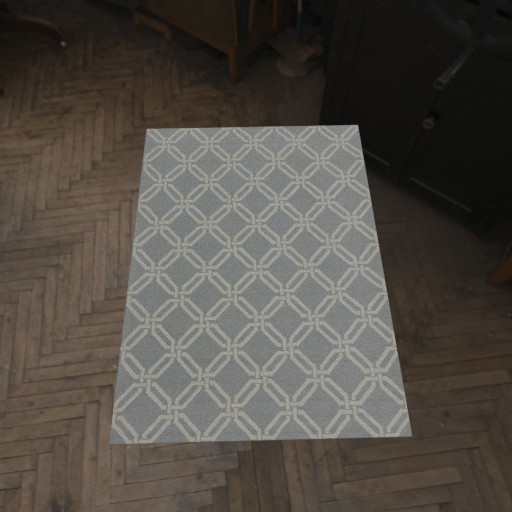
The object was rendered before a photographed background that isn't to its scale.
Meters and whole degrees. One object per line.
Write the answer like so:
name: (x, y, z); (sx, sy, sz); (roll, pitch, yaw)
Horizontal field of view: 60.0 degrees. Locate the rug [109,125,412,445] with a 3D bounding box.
rug: (0.000, 0.000, 4.341); (2.438, 0.013, 3.353); (-1, 62, -1)
